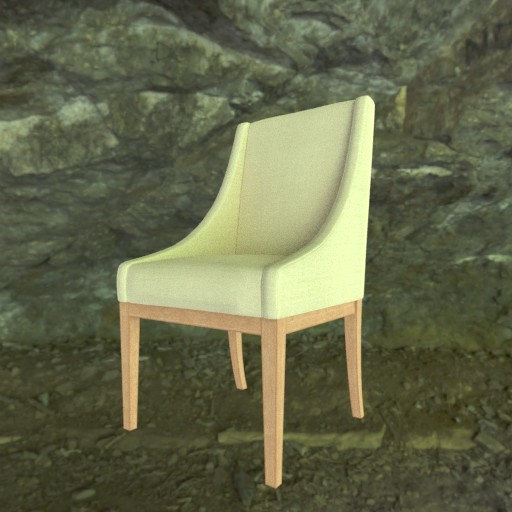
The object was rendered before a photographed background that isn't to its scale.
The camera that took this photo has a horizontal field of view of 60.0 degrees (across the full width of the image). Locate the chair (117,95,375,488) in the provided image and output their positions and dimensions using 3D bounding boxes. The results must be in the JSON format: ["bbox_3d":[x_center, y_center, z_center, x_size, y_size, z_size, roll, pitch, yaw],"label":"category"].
[{"bbox_3d":[0.000,0.000,1.370,0.575,1.021,0.611,1,1,37],"label":"chair"}]
